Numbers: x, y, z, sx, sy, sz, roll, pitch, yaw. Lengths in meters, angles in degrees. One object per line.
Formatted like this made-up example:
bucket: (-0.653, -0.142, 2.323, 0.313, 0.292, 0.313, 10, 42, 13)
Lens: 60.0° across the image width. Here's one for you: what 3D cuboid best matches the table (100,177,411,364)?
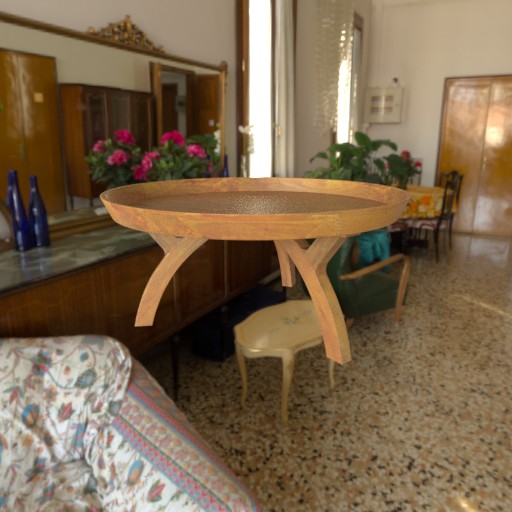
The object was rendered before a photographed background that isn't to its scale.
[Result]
table: (0.000, 0.000, 1.584, 1.016, 0.470, 1.016, 0, 15, 0)
